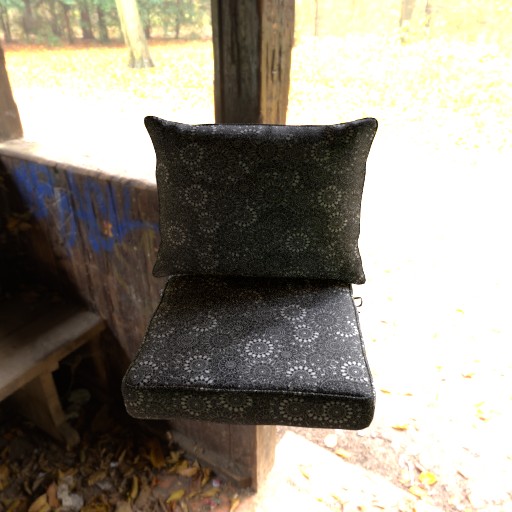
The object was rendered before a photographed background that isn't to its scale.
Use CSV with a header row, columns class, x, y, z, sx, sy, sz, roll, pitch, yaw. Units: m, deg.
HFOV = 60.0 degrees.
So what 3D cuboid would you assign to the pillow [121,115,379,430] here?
class,x,y,z,sx,sy,sz,roll,pitch,yaw
pillow,0.000,0.000,1.364,0.798,0.722,0.740,2,30,3
